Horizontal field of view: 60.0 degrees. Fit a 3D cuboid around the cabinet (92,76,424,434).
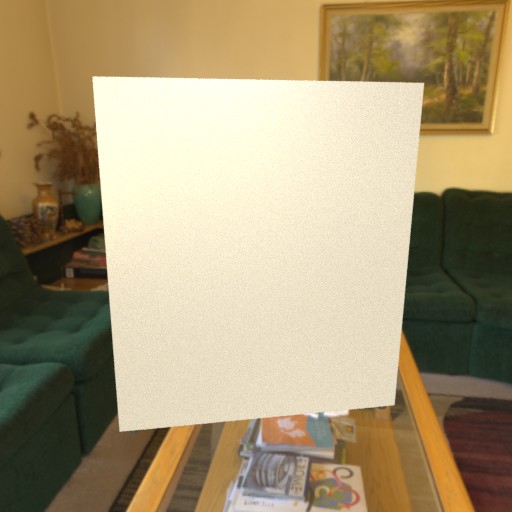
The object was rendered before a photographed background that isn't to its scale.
[{"bbox_3d":[0.000,0.000,1.599,0.990,1.150,0.348,-2,15,-9],"label":"cabinet"}]
